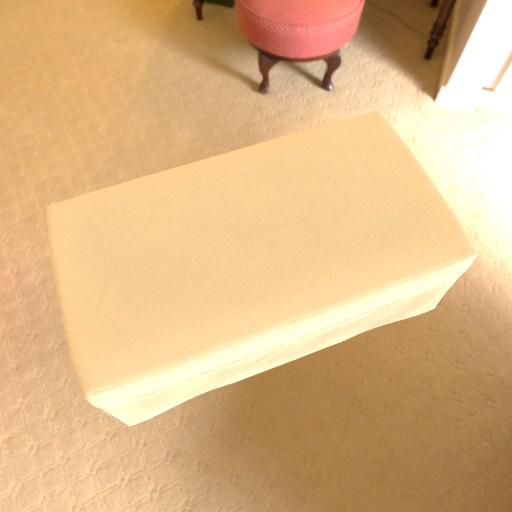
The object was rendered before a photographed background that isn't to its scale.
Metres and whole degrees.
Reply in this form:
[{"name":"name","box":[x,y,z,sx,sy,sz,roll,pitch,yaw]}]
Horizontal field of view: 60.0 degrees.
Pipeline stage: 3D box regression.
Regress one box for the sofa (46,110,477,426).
[{"name":"sofa","box":[0.000,0.000,2.067,1.677,0.552,0.939,-18,64,-10]}]
